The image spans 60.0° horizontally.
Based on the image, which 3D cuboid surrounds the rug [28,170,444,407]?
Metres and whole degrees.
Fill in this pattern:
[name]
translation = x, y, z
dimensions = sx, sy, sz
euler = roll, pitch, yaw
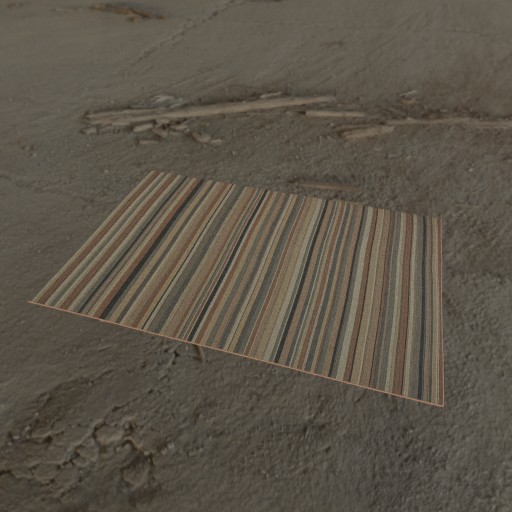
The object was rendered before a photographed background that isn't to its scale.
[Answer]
[rug]
translation = 0.000, 0.000, 2.281
dimensions = 1.829, 0.008, 1.219
euler = 11, 43, 13
